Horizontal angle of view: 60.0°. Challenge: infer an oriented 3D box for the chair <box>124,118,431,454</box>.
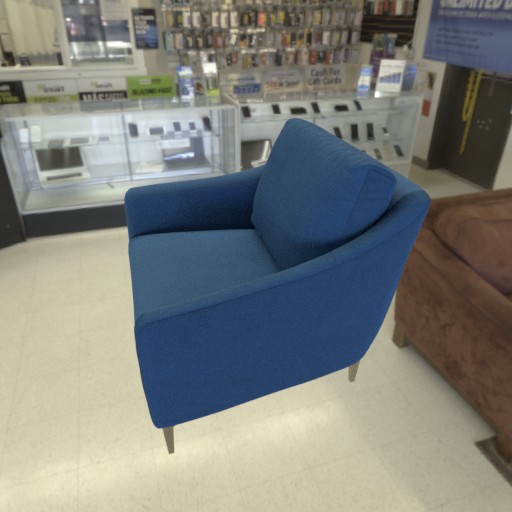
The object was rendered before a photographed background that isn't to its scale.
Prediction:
[{"bbox_3d":[0.000,0.000,1.719,0.961,0.899,0.987,-8,31,-14],"label":"chair"}]
